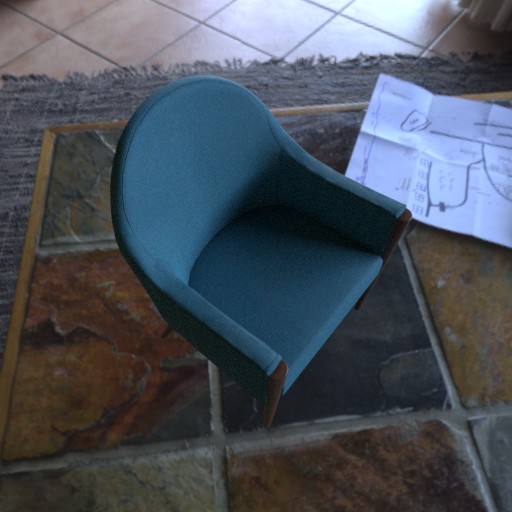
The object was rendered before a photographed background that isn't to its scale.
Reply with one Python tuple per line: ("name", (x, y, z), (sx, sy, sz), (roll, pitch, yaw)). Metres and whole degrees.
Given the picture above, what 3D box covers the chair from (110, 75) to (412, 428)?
("chair", (0.000, 0.000, 1.374), (0.652, 0.907, 0.656), (35, 64, 20))
